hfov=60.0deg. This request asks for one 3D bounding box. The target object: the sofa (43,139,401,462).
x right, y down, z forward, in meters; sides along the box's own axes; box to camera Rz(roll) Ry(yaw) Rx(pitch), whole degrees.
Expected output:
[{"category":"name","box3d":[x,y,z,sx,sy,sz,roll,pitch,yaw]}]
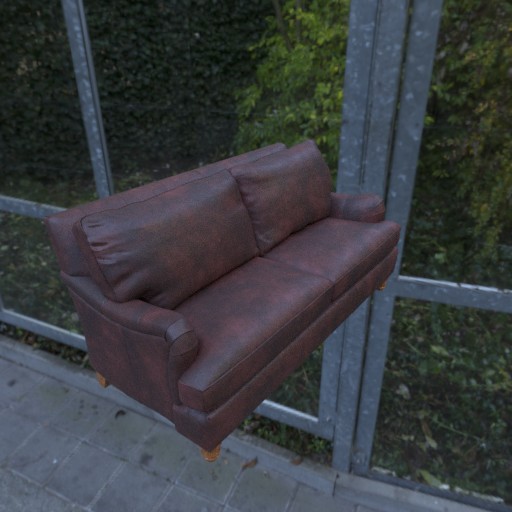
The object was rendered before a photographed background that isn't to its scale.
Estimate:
[{"category":"sofa","box3d":[0.000,0.000,2.811,1.147,1.071,2.144,19,33,33]}]
